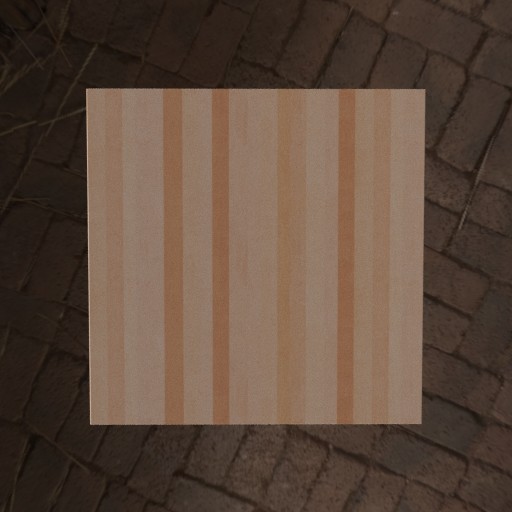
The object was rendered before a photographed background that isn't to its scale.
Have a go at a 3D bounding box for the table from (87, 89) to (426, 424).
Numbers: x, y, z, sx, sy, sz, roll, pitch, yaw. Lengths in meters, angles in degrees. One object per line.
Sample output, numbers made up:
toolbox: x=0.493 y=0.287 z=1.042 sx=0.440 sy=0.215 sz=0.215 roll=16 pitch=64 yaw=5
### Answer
table: x=0.000 y=0.000 z=1.414 sx=0.900 sy=0.450 sz=0.900 roll=0 pitch=92 yaw=0
